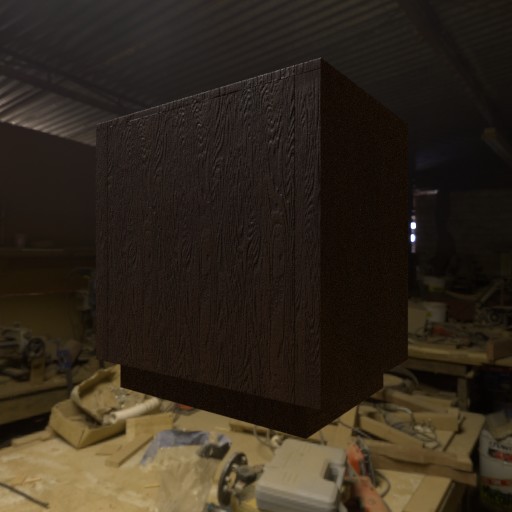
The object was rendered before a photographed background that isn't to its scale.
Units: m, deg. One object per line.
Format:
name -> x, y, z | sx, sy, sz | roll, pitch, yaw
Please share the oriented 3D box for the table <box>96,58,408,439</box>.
table -> 0.000, 0.000, 0.994 | 0.560, 0.585, 0.439 | 0, 0, 36
